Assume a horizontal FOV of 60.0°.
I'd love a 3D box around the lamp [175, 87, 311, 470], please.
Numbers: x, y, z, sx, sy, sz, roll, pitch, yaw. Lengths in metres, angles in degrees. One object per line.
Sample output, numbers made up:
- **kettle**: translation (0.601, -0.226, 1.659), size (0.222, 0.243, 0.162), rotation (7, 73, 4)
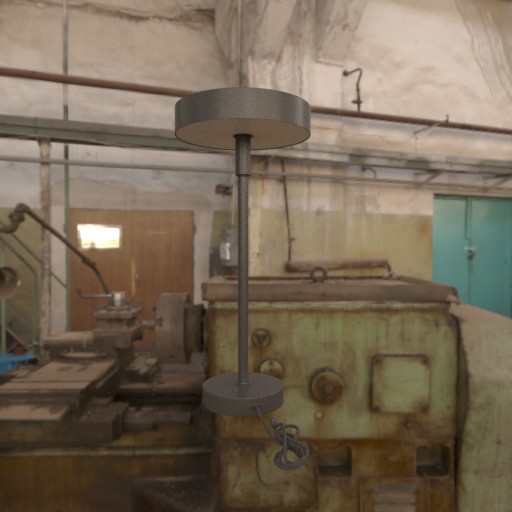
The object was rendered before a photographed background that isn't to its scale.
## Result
- **lamp**: translation (0.000, 0.000, 0.694), size (0.229, 0.508, 0.369), rotation (-1, 2, -18)
